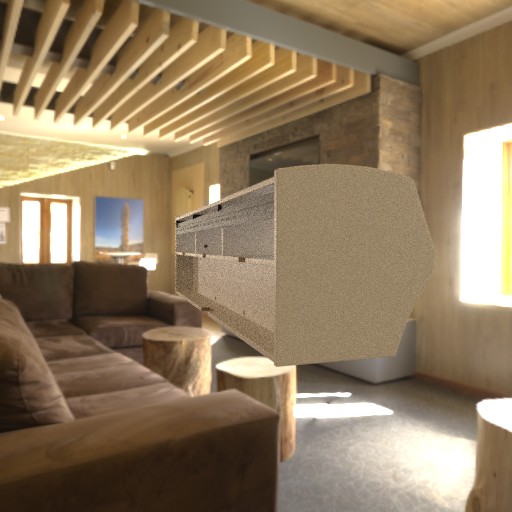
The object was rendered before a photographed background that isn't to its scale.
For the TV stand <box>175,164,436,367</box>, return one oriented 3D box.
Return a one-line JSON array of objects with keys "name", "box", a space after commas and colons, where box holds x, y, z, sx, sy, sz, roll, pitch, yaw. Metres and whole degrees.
[{"name": "TV stand", "box": [0.000, 0.000, 1.668, 0.397, 0.424, 1.473, 0, 1, -18]}]
